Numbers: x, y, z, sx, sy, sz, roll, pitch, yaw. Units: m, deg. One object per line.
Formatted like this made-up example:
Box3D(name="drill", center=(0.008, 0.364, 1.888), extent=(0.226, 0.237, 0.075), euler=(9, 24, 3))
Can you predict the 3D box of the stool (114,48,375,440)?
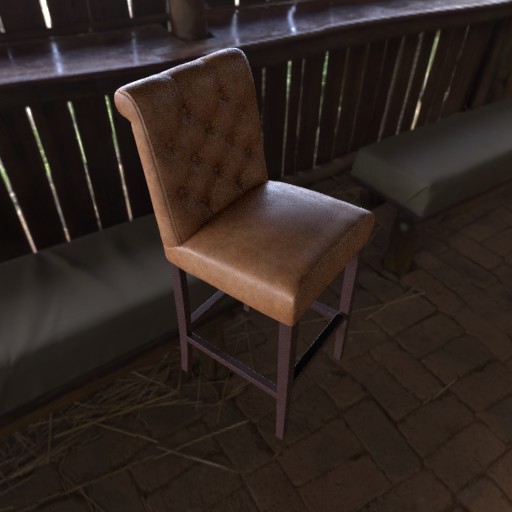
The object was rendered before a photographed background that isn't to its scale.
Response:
Box3D(name="stool", center=(0.000, 0.000, 1.486), extent=(0.601, 1.140, 0.493), euler=(26, 47, 27))
